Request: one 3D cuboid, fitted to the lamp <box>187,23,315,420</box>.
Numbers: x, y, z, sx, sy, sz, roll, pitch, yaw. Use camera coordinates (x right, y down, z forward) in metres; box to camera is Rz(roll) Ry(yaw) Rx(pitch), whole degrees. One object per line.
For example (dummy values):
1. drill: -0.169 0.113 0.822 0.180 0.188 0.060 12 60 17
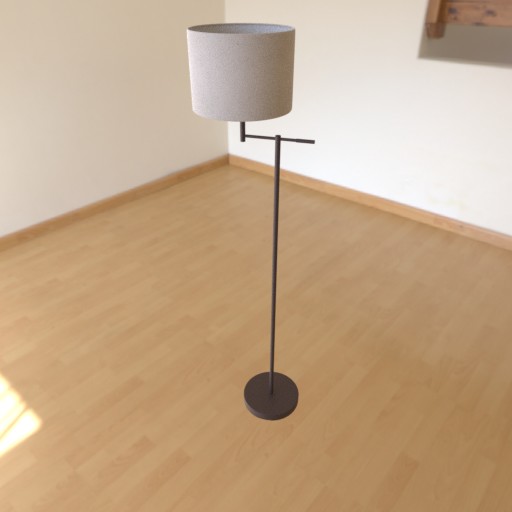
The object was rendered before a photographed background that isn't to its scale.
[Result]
1. lamp: 0.000 0.000 1.743 0.416 1.600 0.324 9 33 13
